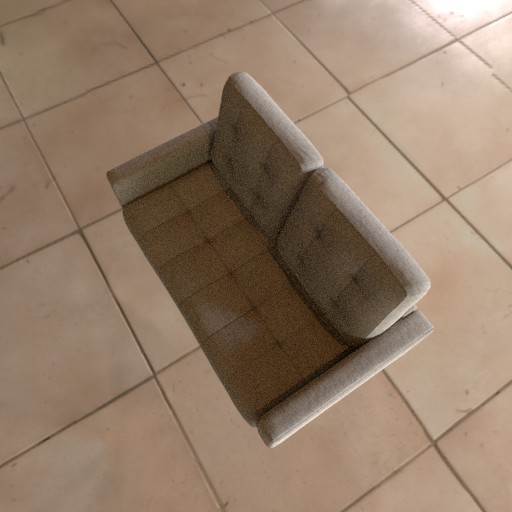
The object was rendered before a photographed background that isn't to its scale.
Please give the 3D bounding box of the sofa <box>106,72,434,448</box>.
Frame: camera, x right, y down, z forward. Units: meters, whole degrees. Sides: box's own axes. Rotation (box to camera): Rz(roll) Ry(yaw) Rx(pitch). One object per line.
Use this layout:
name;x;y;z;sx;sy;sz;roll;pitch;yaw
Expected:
sofa;0.000;0.000;2.010;0.842;0.907;1.407;-31;68;-14
